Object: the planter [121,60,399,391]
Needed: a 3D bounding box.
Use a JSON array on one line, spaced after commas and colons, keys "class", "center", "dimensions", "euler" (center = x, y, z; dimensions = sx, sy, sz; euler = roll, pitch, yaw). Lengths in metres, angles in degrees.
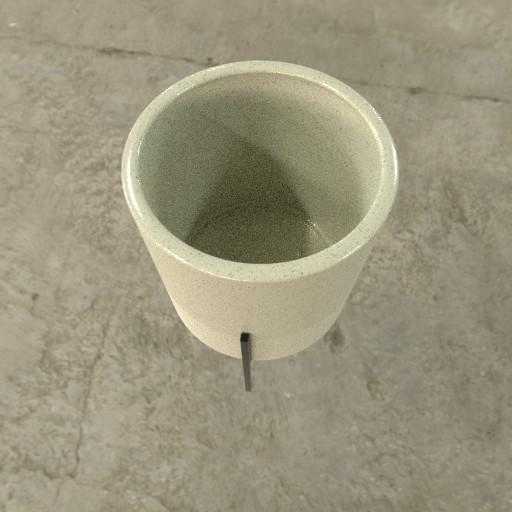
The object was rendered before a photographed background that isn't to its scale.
[{"class": "planter", "center": [0.000, 0.000, 0.549], "dimensions": [0.243, 0.390, 0.234], "euler": [34, 68, 16]}]
